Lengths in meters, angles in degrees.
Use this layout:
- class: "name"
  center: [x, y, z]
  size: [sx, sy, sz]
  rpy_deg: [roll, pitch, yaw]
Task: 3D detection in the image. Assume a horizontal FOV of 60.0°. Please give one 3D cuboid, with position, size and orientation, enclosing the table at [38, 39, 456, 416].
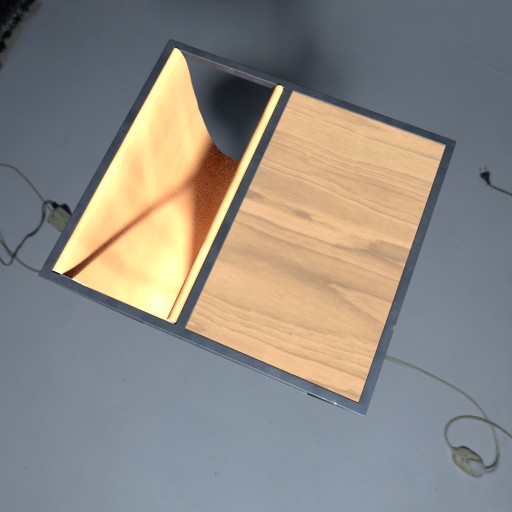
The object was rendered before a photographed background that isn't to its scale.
- class: "table"
  center: [0.000, 0.000, 0.856]
  size: [0.450, 0.536, 0.399]
  rpy_deg: [22, 76, 6]
